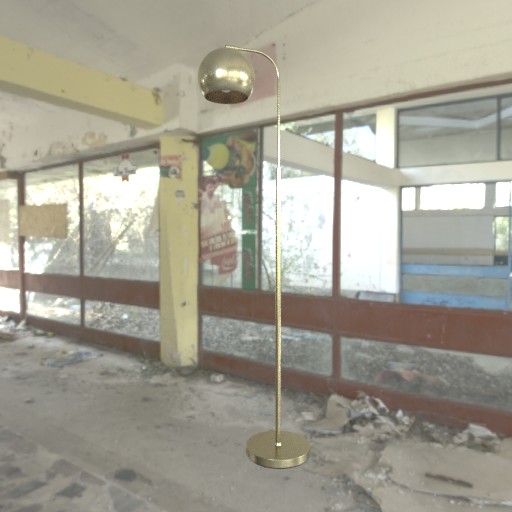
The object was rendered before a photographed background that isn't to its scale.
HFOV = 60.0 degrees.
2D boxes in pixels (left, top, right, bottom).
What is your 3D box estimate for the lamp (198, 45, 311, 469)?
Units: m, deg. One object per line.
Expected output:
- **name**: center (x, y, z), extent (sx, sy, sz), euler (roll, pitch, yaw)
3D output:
- **lamp**: center (0.000, 0.000, 1.661), extent (0.431, 1.526, 0.250), euler (-1, 2, -19)
